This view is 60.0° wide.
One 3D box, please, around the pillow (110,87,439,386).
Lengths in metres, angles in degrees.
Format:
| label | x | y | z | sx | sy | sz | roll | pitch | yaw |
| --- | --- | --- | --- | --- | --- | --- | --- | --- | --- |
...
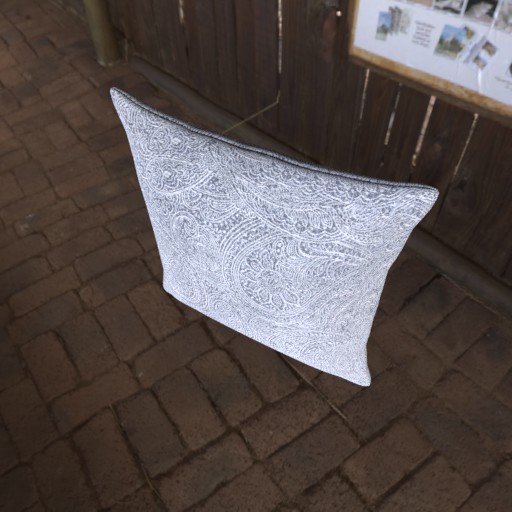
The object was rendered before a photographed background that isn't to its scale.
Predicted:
| label | x | y | z | sx | sy | sz | roll | pitch | yaw |
| --- | --- | --- | --- | --- | --- | --- | --- | --- | --- |
| pillow | 0.000 | 0.000 | 0.798 | 0.523 | 0.510 | 0.166 | 23 | 51 | 20 |
